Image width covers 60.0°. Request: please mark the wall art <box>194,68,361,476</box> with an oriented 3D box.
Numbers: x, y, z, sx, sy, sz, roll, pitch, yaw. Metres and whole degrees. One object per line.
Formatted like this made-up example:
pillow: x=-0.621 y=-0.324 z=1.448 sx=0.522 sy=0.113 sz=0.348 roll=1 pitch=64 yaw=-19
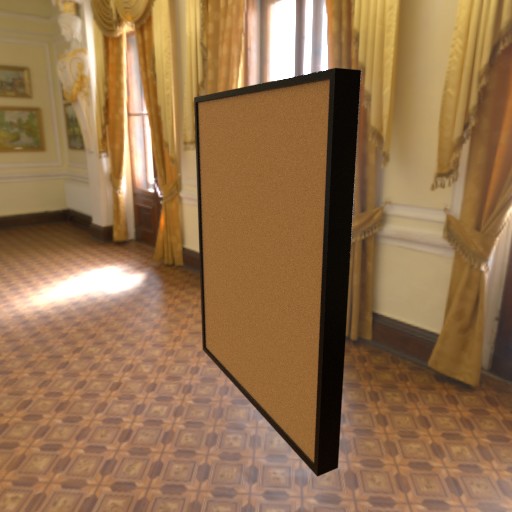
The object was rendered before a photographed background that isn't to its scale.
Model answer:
wall art: x=0.000 y=0.000 z=0.773 sx=0.039 sy=0.553 sz=0.451 roll=-8 pitch=17 yaw=-27
